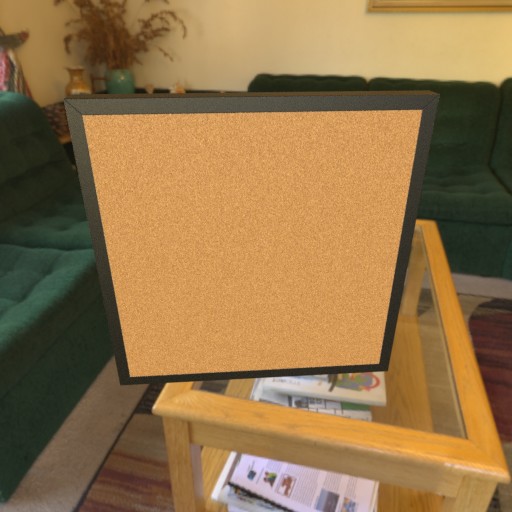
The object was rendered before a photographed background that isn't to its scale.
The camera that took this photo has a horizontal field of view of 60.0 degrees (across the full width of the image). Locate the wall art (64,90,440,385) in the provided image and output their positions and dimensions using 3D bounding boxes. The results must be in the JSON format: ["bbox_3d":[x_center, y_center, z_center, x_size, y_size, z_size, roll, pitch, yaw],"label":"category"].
[{"bbox_3d":[0.000,0.000,0.732,0.508,0.508,0.036,-2,29,-4],"label":"wall art"}]
